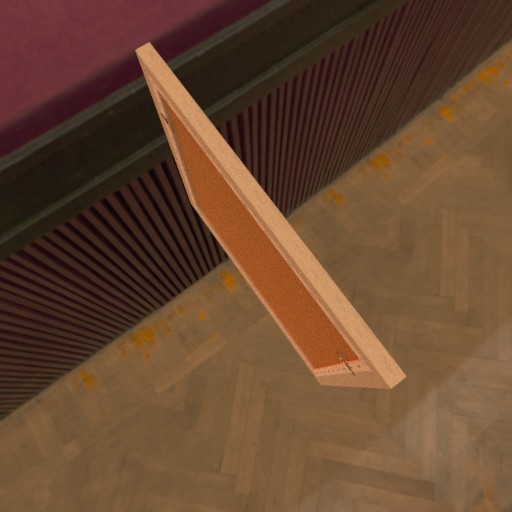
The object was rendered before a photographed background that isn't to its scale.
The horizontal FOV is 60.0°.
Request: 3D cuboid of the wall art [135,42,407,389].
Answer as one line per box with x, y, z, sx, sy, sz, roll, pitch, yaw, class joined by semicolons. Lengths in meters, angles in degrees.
0.000;0.000;1.512;0.045;1.016;1.016;-34;77;-9;wall art
